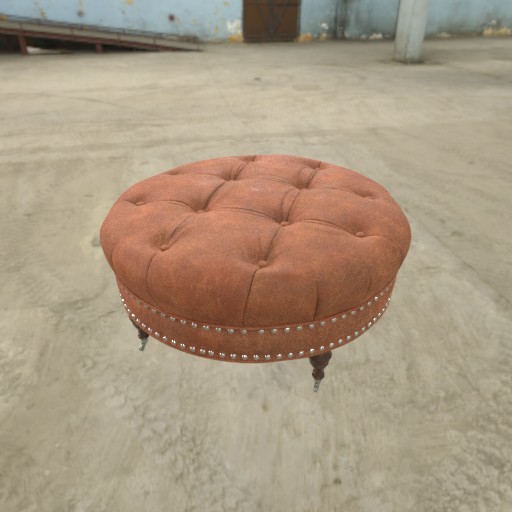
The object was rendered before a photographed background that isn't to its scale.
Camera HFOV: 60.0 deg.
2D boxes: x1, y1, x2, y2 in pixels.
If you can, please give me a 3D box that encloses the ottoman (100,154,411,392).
[{"bbox_3d":[0.000,0.000,1.396,0.901,0.444,0.901,0,30,0],"label":"ottoman"}]
